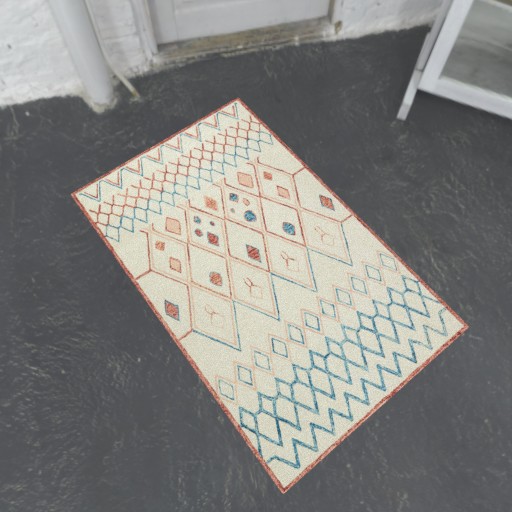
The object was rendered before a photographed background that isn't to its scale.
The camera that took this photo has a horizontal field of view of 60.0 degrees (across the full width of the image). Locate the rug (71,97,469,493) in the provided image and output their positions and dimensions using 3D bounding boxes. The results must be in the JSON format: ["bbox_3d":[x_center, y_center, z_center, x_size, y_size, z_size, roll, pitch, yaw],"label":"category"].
[{"bbox_3d":[0.000,0.000,3.016,1.524,0.015,2.438,-35,70,-15],"label":"rug"}]
